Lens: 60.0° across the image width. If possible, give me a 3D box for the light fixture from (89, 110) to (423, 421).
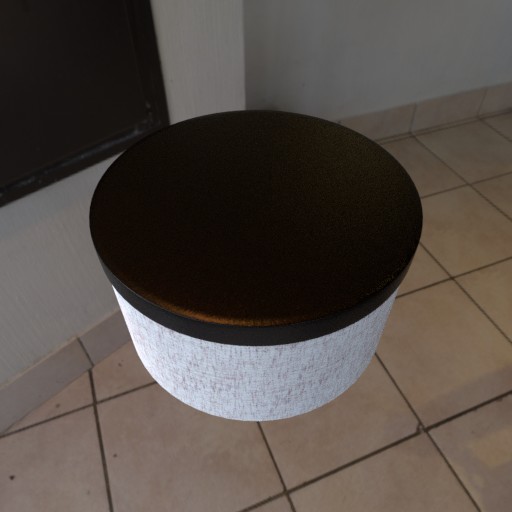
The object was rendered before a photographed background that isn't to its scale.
[{"bbox_3d":[0.000,0.000,0.614,0.389,0.229,0.389,0,47,0],"label":"light fixture"}]
